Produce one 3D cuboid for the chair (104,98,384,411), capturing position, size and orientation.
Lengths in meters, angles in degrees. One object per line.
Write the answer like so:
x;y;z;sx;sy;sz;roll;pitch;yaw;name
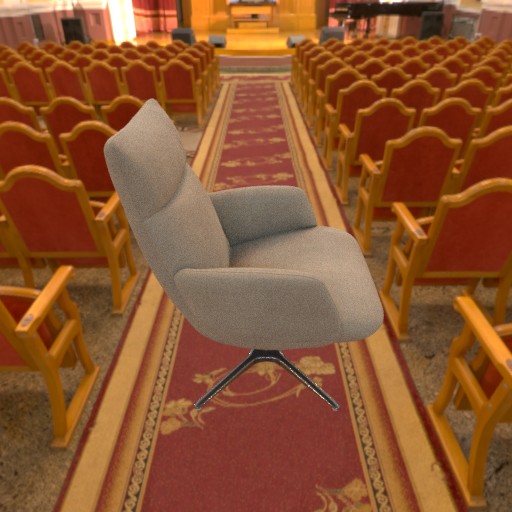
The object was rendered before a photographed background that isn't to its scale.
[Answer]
0.000;0.000;1.636;0.889;1.016;0.711;0;31;0;chair
